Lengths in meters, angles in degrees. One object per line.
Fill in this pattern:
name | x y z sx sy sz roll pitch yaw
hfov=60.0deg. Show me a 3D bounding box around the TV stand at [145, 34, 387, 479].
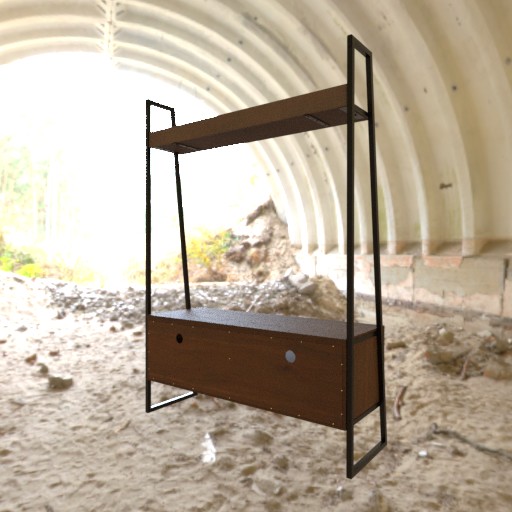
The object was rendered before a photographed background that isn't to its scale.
TV stand | 0.000 0.000 2.295 1.250 1.772 0.432 0 0 37
